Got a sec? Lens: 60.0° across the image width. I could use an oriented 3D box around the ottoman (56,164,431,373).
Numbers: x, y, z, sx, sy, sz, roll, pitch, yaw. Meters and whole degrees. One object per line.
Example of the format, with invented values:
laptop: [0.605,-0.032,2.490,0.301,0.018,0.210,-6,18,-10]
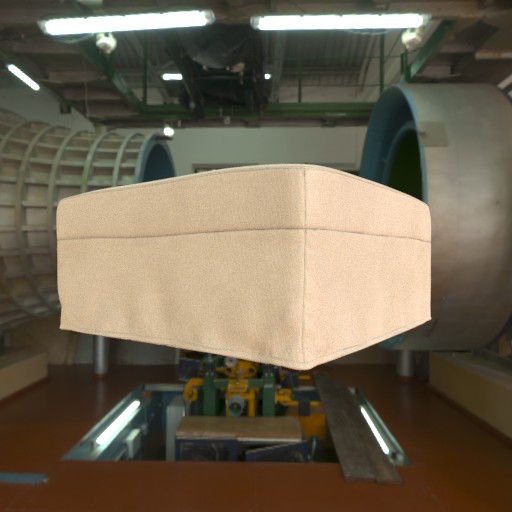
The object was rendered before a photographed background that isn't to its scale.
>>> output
ottoman: [0.000,0.000,1.352,0.842,0.441,0.843,0,-1,36]
